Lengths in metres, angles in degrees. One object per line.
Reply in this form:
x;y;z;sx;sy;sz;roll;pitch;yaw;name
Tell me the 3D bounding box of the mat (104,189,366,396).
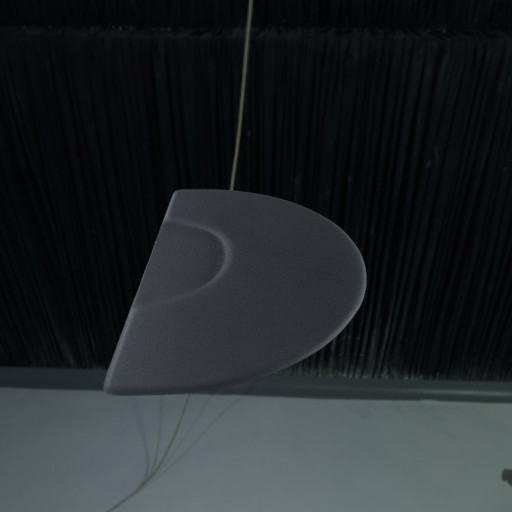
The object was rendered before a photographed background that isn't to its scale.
0.000;0.000;1.914;0.917;0.016;1.525;0;31;-1;mat
